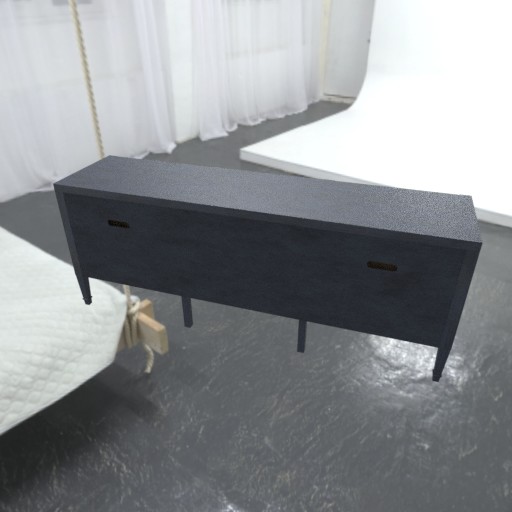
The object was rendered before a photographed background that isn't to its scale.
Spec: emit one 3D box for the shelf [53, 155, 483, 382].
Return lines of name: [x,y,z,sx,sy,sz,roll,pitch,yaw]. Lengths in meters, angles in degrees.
shelf: [0.000,0.000,2.228,1.878,0.715,0.471,9,32,16]
